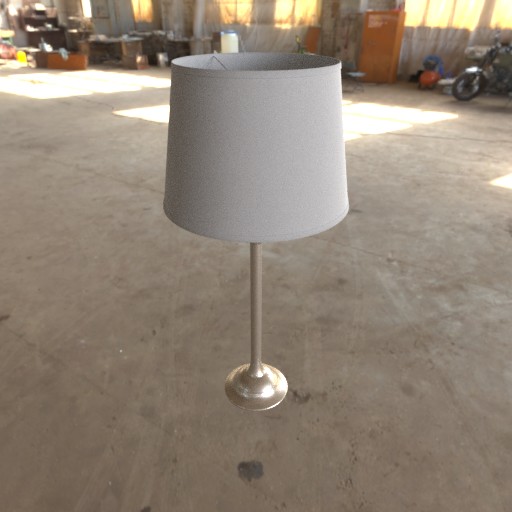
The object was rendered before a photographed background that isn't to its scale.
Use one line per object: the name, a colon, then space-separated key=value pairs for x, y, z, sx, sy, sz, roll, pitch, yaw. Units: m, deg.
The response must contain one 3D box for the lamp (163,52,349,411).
lamp: x=0.000 y=0.000 z=0.860 sx=0.331 sy=0.698 sz=0.331 roll=0 pitch=29 yaw=0
